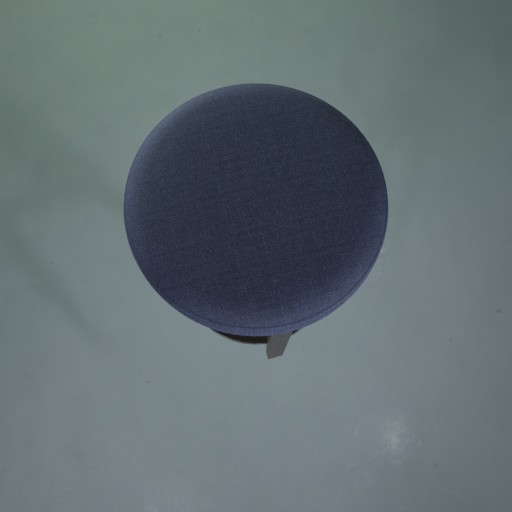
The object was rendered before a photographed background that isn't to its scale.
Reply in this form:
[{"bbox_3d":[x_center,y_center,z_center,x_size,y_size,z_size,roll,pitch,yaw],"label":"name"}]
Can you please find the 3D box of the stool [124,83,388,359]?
[{"bbox_3d":[0.000,0.000,1.039,0.446,0.758,0.446,0,75,0],"label":"stool"}]
